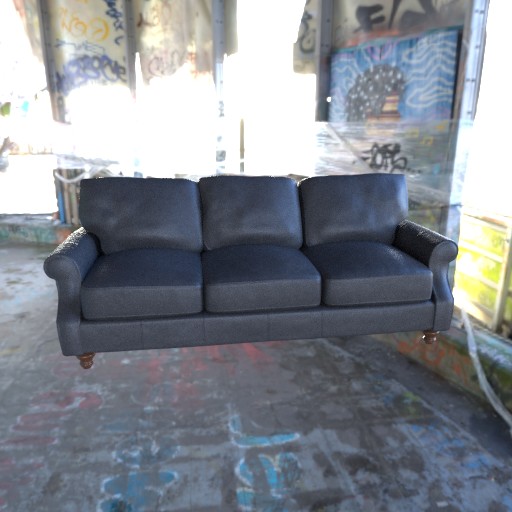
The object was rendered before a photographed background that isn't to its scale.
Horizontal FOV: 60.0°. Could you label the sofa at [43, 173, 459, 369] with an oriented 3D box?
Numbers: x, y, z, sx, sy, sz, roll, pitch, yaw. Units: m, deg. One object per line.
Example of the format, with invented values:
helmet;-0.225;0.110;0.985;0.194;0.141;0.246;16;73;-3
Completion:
sofa;0.000;0.000;2.843;2.387;0.977;0.974;-2;16;-8
